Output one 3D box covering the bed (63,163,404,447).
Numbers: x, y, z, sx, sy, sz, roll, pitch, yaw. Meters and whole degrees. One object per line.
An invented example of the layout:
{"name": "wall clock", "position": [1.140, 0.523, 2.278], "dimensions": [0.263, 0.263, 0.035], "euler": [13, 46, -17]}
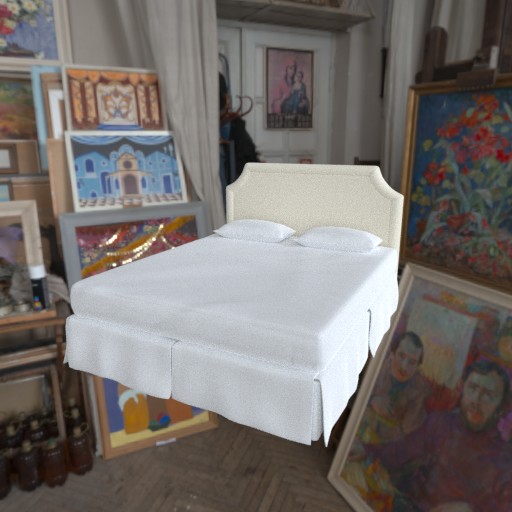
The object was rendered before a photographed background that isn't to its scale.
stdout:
{"name": "bed", "position": [0.000, 0.000, 4.225], "dimensions": [2.350, 1.590, 2.773], "euler": [7, 16, 26]}
